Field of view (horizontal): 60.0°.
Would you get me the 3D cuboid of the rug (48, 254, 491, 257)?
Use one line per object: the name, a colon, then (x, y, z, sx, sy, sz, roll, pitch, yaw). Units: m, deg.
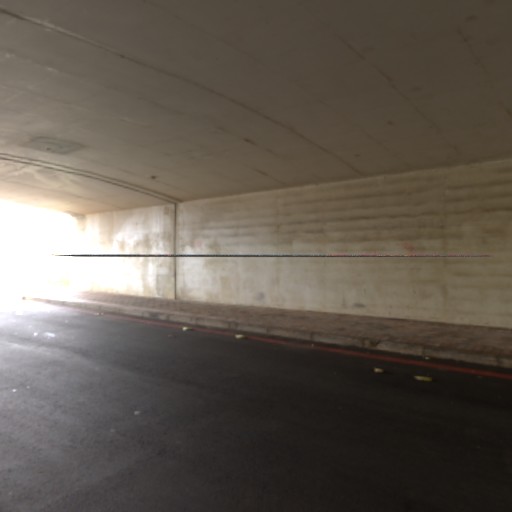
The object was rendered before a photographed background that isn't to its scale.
rug: (0.000, 0.000, 3.651, 2.896, 0.013, 2.007, 0, 0, -18)
